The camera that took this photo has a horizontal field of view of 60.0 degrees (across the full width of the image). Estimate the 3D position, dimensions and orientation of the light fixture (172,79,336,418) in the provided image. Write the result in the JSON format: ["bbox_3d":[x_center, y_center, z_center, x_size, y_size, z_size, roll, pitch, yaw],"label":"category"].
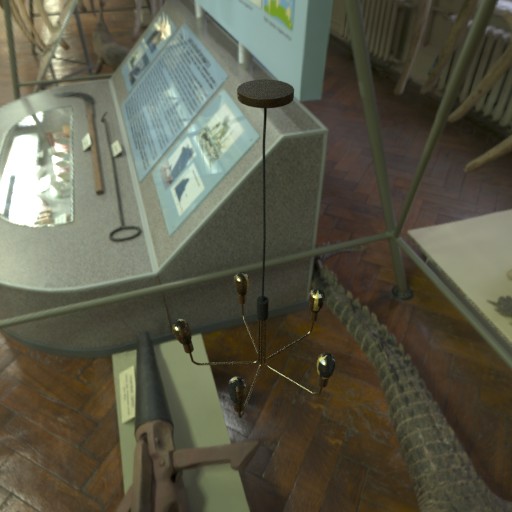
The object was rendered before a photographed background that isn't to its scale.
[{"bbox_3d":[0.000,0.000,1.400,0.588,1.059,0.532,-12,41,-14],"label":"light fixture"}]
